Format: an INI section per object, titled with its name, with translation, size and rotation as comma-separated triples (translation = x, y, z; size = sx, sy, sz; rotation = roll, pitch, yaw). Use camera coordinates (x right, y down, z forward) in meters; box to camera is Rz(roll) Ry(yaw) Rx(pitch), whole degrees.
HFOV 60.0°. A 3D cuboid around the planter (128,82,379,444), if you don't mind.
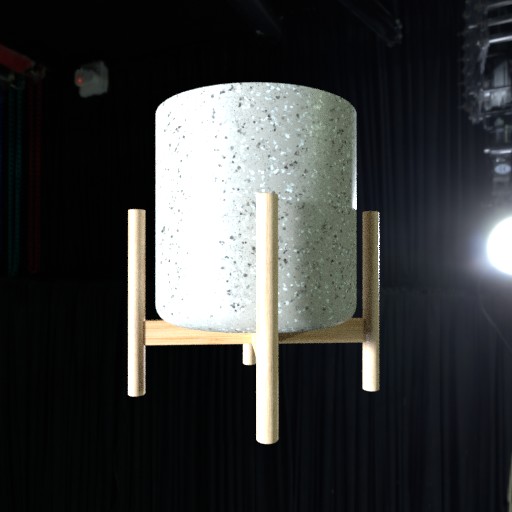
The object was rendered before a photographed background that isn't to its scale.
[planter]
translation = 0.000, 0.000, 0.686
size = 0.360, 0.419, 0.360
rotation = 0, 0, 18
